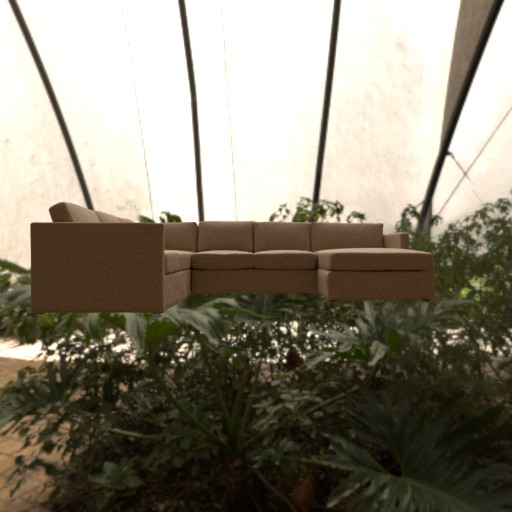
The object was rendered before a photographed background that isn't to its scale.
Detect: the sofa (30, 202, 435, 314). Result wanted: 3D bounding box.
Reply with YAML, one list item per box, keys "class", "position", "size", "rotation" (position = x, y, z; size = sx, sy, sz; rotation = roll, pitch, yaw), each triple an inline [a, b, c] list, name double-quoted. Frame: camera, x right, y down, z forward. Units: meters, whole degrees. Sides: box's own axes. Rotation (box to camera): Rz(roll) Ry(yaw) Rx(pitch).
- class: "sofa"
  position: [0.000, 0.000, 4.569]
  size: [3.460, 0.882, 2.427]
  rotation: [0, 0, -1]
